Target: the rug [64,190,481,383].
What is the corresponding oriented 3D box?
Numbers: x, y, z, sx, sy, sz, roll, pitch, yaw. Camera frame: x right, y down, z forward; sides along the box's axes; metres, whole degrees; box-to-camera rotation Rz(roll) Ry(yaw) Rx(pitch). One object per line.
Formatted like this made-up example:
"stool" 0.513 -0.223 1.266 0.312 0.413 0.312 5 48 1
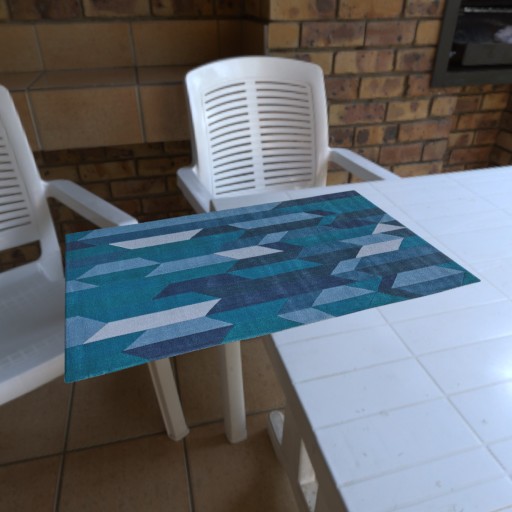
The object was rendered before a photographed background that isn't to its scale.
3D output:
"rug" 0.000 0.000 2.994 2.420 0.005 1.528 -11 33 -17
